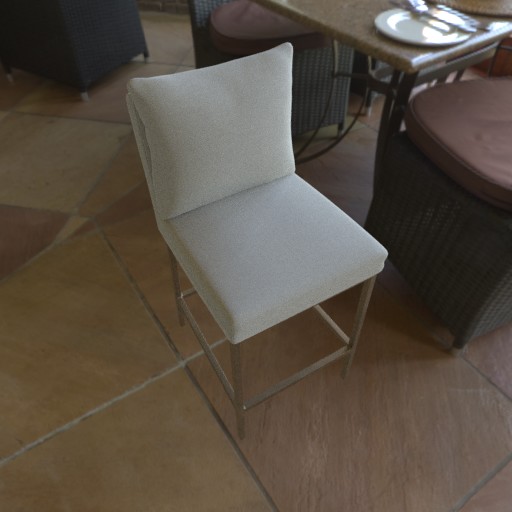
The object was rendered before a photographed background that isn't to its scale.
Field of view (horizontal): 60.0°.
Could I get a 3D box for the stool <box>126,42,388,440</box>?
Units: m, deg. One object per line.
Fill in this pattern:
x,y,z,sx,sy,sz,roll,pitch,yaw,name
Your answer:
0.000,0.000,1.322,0.463,1.032,0.572,-23,50,-21,stool
